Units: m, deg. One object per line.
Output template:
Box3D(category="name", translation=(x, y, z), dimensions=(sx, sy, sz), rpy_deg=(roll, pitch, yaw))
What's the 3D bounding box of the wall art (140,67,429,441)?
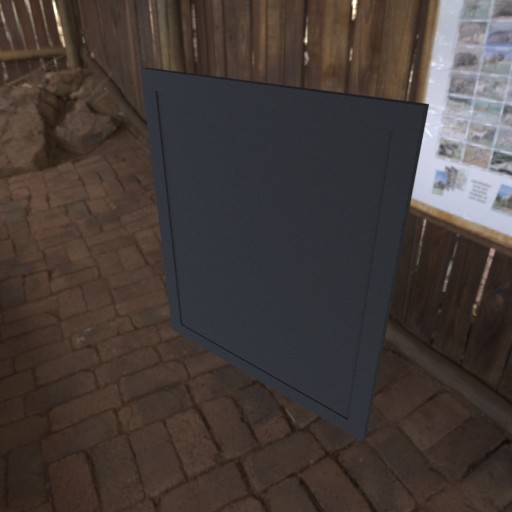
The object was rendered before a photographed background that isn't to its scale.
Box3D(category="wall art", translation=(0.000, 0.000, 0.490), dimensions=(0.311, 0.361, 0.010), rpy_deg=(22, 37, 33))
